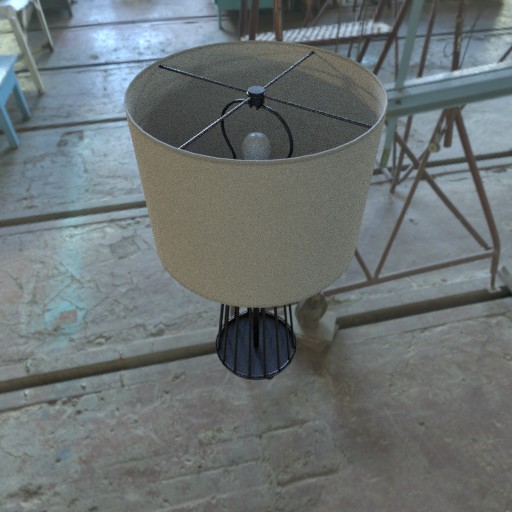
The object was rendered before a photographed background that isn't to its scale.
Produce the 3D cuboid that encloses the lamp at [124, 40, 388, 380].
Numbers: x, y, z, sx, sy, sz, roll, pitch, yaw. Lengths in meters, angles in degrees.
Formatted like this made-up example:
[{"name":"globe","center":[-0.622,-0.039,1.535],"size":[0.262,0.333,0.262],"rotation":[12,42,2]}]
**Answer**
[{"name":"lamp","center":[0.000,0.000,0.761],"size":[0.322,0.593,0.322],"rotation":[24,50,22]}]
